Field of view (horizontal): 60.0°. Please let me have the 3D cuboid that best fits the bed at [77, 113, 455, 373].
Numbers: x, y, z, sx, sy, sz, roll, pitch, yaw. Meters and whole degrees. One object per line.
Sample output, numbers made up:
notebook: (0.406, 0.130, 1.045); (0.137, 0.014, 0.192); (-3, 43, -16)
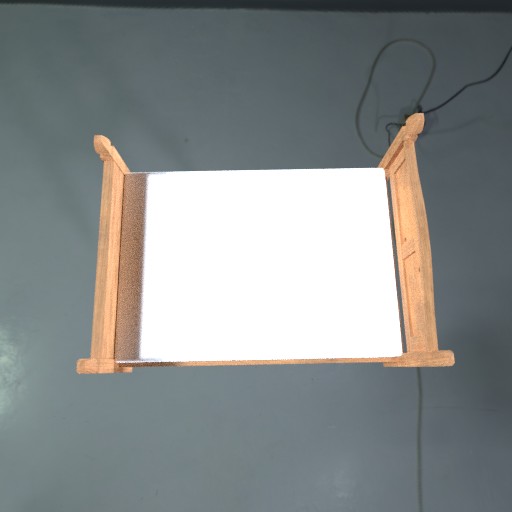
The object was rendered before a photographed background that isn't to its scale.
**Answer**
bed: (0.000, 0.000, 2.983); (2.069, 1.100, 1.490); (-1, 76, 0)
